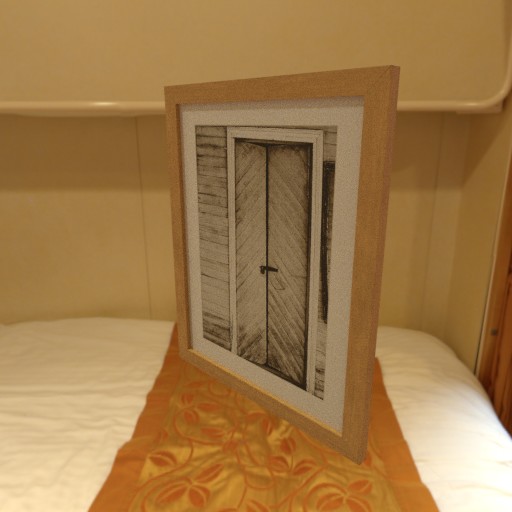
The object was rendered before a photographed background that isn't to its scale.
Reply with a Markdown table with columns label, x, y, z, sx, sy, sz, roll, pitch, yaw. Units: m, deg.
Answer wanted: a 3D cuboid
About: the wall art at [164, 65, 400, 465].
| label | x | y | z | sx | sy | sz | roll | pitch | yaw |
| --- | --- | --- | --- | --- | --- | --- | --- | --- | --- |
| wall art | 0.000 | 0.000 | 0.752 | 0.460 | 0.561 | 0.020 | 16 | 23 | 42 |
